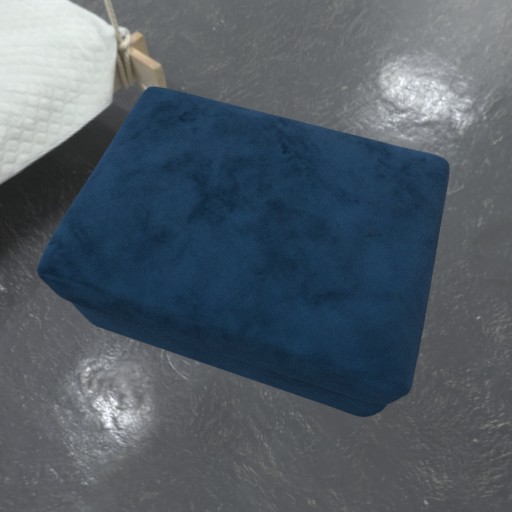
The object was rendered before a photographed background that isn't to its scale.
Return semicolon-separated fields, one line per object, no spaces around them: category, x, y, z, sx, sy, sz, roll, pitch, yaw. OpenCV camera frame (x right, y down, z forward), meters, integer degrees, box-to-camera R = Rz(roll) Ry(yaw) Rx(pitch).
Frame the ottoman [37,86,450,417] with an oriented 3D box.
ottoman;0.000;0.000;1.117;0.773;0.503;0.572;17;64;8
